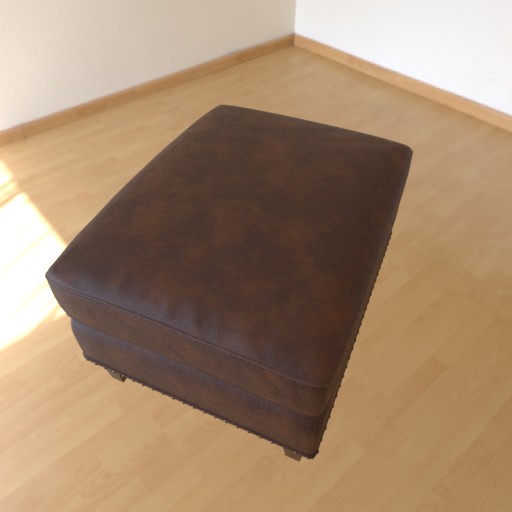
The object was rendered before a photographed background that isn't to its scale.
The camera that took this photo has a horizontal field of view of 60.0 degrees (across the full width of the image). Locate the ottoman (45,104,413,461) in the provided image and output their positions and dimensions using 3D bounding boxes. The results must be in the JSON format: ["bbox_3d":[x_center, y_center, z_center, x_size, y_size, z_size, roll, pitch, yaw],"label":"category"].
[{"bbox_3d":[0.000,0.000,1.109,0.586,0.486,0.742,18,49,16],"label":"ottoman"}]
